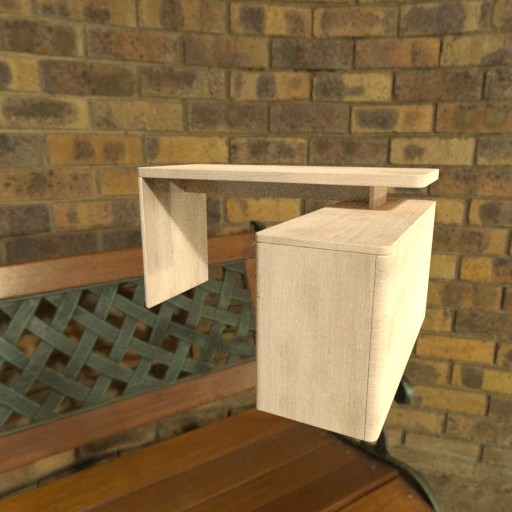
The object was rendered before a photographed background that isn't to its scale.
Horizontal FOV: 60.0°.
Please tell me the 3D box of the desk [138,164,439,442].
[{"bbox_3d":[0.000,0.000,2.040,1.400,0.770,1.175,7,15,26],"label":"desk"}]
